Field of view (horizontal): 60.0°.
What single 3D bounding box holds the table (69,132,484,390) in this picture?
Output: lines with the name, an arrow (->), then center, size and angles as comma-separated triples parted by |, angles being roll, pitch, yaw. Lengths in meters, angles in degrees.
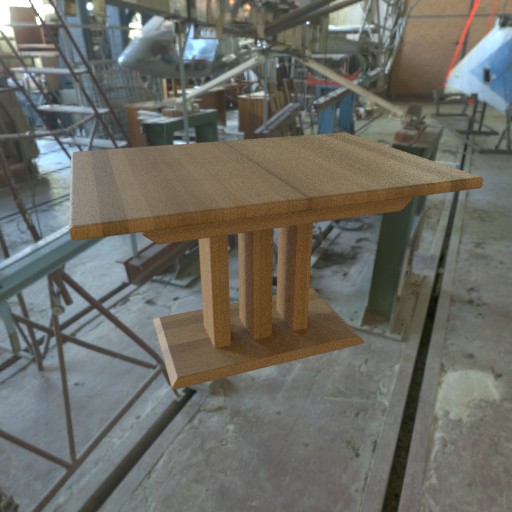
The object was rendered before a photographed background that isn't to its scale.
table -> 0.000, 0.000, 1.822 | 1.300, 0.770, 0.900 | -9, 27, -18
